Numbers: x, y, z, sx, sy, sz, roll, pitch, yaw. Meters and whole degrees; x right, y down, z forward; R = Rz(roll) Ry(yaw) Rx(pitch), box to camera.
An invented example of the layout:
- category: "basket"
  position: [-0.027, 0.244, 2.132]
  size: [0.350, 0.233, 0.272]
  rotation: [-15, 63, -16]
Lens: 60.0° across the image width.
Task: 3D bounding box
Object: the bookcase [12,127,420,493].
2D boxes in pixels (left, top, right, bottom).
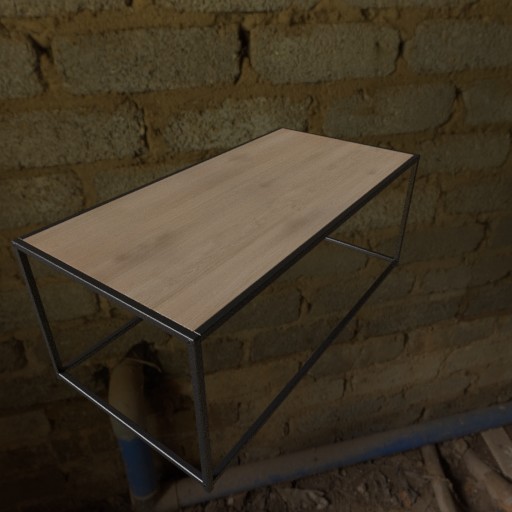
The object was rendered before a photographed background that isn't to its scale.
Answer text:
- category: "bookcase"
  position: [0.000, 0.000, 1.220]
  size: [0.500, 0.400, 1.000]
  rotation: [21, 38, 30]
